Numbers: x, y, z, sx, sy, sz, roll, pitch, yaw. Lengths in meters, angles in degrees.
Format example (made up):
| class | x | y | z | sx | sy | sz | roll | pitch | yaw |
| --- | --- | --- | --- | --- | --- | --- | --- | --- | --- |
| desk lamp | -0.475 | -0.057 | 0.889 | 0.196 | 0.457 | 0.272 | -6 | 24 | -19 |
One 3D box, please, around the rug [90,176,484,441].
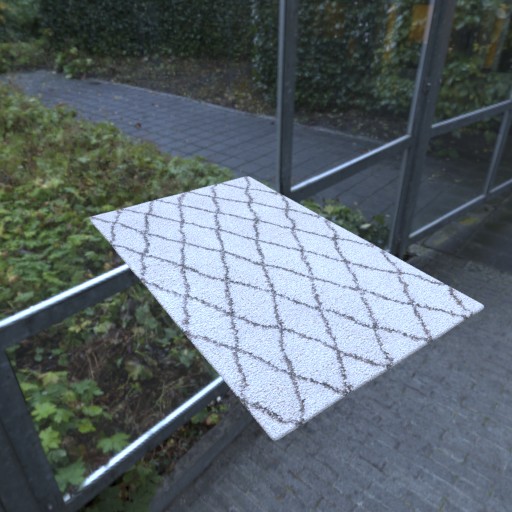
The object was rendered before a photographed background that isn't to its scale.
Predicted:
| class | x | y | z | sx | sy | sz | roll | pitch | yaw |
| --- | --- | --- | --- | --- | --- | --- | --- | --- | --- |
| rug | 0.000 | 0.000 | 3.032 | 1.524 | 0.030 | 2.438 | -20 | 37 | -29 |
